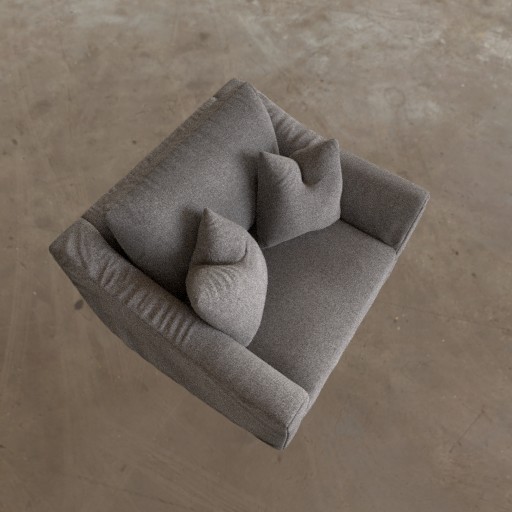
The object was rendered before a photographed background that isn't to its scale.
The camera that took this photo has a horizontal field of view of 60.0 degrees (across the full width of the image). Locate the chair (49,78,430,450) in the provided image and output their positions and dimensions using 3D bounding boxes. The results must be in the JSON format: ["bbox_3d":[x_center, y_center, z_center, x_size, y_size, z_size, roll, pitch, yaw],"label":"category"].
[{"bbox_3d":[0.000,0.000,2.004,1.071,1.059,1.194,30,63,17],"label":"chair"}]
